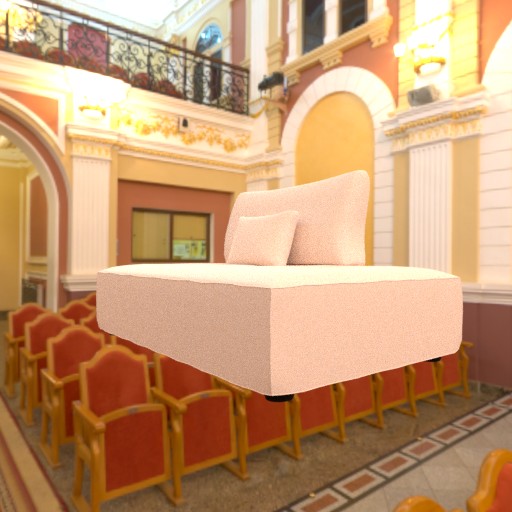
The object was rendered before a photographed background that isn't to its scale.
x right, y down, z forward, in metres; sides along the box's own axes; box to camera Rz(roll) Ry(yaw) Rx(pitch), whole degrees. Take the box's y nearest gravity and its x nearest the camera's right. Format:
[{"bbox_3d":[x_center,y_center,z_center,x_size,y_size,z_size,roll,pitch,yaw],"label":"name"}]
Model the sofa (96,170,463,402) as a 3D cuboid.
[{"bbox_3d":[0.000,0.000,2.044,1.000,0.820,1.450,0,0,-37],"label":"sofa"}]
